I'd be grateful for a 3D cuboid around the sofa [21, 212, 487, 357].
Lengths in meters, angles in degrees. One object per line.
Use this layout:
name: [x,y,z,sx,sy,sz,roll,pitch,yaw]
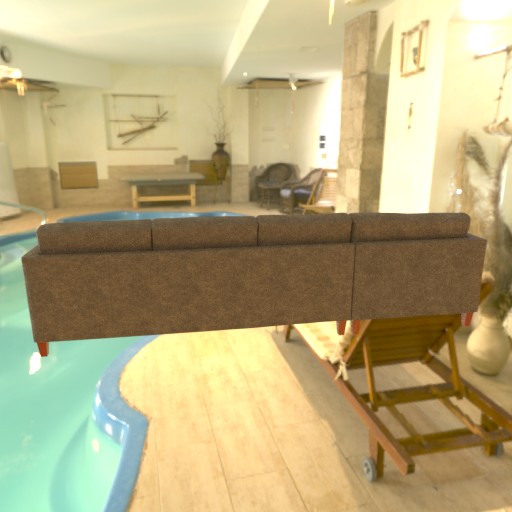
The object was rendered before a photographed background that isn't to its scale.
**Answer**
sofa: [0.000,0.000,4.037,3.471,0.954,1.606,-2,15,-9]
